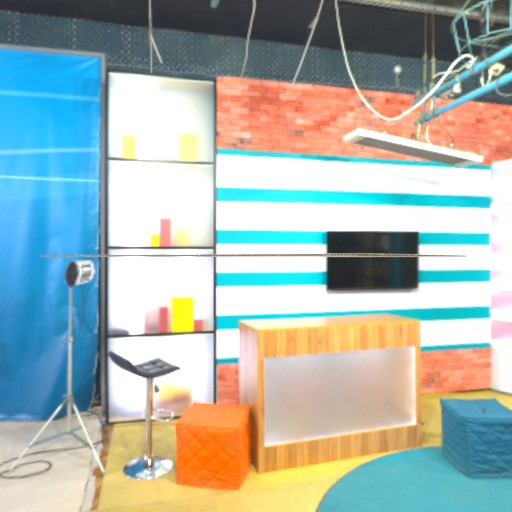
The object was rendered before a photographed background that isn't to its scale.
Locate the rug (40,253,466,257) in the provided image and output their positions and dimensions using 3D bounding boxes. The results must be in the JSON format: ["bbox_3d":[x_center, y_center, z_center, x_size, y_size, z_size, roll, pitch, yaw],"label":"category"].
[{"bbox_3d":[0.000,0.000,3.830,2.894,0.013,2.286,0,0,37],"label":"rug"}]
